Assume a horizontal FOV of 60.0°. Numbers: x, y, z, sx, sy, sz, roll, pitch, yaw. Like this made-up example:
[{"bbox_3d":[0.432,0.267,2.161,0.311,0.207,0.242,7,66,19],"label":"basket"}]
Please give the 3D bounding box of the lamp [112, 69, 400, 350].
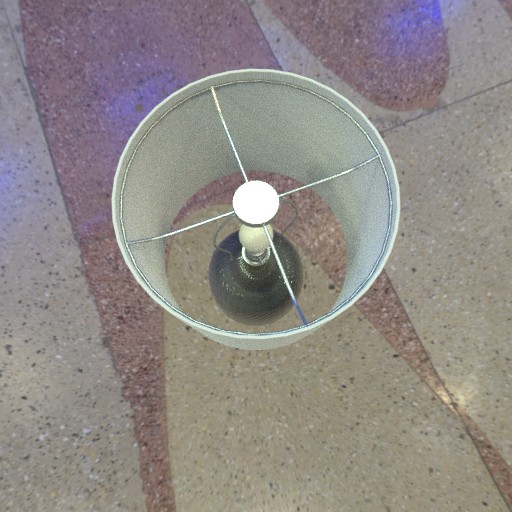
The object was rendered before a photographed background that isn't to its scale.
[{"bbox_3d":[0.000,0.000,0.494,0.207,0.366,0.207,-20,77,-5],"label":"lamp"}]
